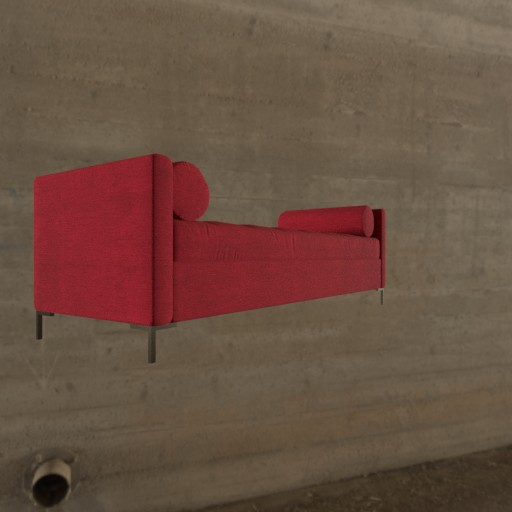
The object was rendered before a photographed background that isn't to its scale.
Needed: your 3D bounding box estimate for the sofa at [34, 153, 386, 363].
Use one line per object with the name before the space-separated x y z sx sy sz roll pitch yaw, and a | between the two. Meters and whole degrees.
sofa | 0.000 0.000 2.296 0.686 0.635 1.981 0 0 36
